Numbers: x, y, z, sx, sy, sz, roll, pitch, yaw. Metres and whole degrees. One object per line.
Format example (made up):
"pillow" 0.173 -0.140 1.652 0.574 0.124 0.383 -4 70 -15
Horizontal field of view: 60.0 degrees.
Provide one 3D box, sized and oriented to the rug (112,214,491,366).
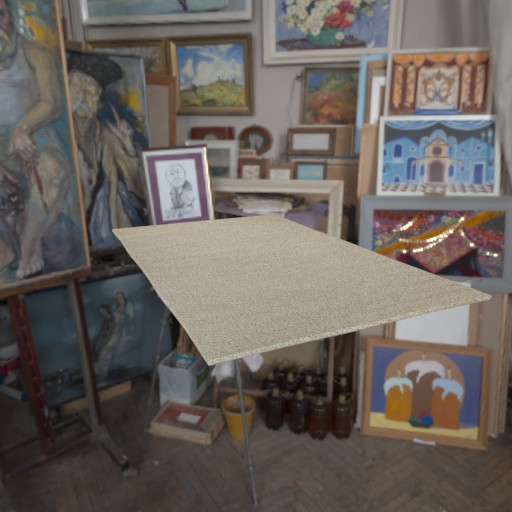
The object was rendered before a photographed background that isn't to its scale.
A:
"rug" 0.000 0.000 2.931 1.500 0.025 2.346 -8 18 -24
